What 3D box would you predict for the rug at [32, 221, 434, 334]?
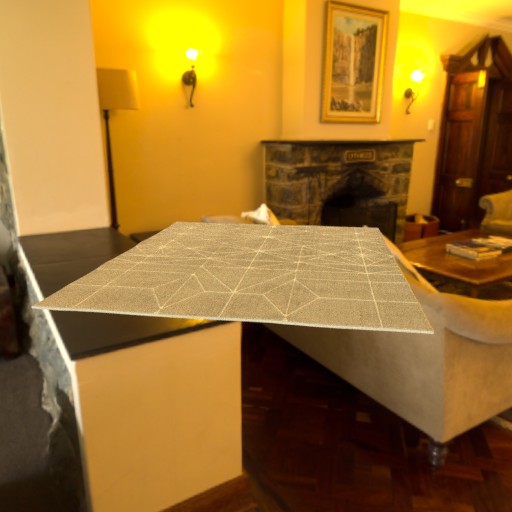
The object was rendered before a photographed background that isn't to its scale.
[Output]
[{"bbox_3d":[0.000,0.000,0.892,0.548,0.006,0.639,2,16,9],"label":"rug"}]
